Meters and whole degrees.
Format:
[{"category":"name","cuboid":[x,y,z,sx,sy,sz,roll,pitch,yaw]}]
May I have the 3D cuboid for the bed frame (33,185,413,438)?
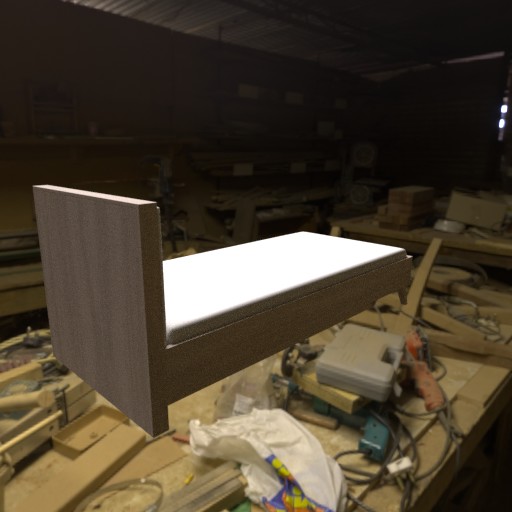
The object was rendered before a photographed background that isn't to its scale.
[{"category":"bed frame","cuboid":[0.000,0.000,2.703,0.990,0.920,2.140,14,19,43]}]
